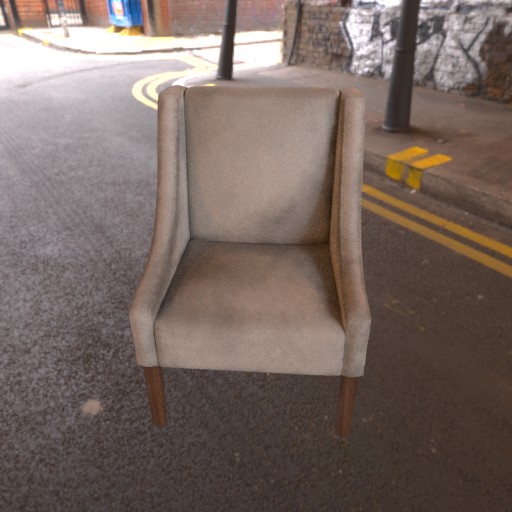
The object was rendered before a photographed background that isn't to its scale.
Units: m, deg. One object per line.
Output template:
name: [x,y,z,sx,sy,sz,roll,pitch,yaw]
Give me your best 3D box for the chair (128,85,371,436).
chair: [0.000,0.000,1.361,0.629,0.895,0.629,2,31,3]
